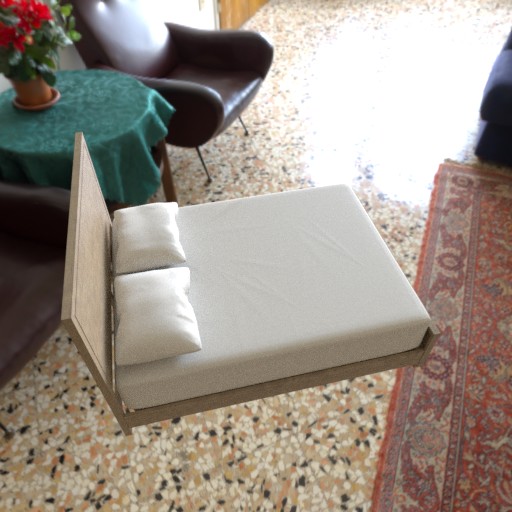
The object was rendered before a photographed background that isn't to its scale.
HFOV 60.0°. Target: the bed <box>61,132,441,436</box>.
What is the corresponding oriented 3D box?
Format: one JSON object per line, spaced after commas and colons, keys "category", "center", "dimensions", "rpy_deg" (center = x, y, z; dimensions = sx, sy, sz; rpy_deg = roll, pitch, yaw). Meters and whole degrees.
{"category": "bed", "center": [0.000, 0.000, 3.208], "dimensions": [2.189, 1.369, 1.606], "rpy_deg": [-10, 48, -9]}
